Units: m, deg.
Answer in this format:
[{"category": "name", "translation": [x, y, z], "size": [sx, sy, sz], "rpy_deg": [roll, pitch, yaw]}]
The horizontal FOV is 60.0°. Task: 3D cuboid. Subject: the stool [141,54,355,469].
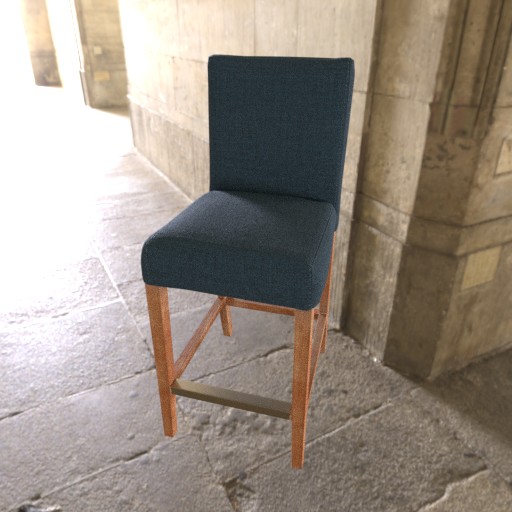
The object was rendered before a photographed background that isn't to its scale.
[{"category": "stool", "translation": [0.000, 0.000, 1.294], "size": [0.454, 1.039, 0.567], "rpy_deg": [8, 29, 14]}]
